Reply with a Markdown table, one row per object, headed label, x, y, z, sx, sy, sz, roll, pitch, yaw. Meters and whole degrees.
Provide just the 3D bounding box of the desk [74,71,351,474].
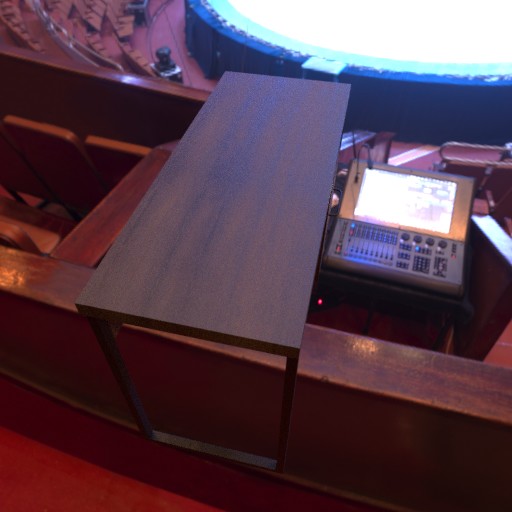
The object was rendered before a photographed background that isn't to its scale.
| label | x | y | z | sx | sy | sz | roll | pitch | yaw |
| --- | --- | --- | --- | --- | --- | --- | --- | --- | --- |
| desk | 0.000 | 0.000 | 1.530 | 0.511 | 0.752 | 1.134 | 10 | 47 | 9 |
